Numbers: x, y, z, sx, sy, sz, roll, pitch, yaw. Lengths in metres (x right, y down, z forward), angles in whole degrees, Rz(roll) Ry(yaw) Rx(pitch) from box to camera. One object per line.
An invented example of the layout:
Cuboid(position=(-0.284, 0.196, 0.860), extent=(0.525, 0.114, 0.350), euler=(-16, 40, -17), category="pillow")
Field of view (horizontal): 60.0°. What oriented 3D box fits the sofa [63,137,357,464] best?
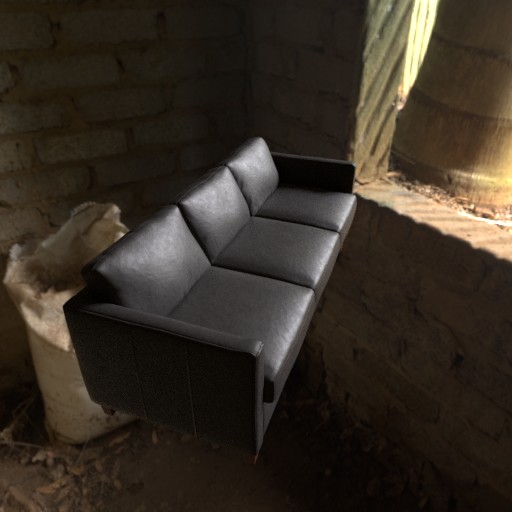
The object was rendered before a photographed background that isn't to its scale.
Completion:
Cuboid(position=(0.000, 0.000, 3.041), extent=(1.045, 1.006, 2.464), euler=(11, 33, 17), category="sofa")
